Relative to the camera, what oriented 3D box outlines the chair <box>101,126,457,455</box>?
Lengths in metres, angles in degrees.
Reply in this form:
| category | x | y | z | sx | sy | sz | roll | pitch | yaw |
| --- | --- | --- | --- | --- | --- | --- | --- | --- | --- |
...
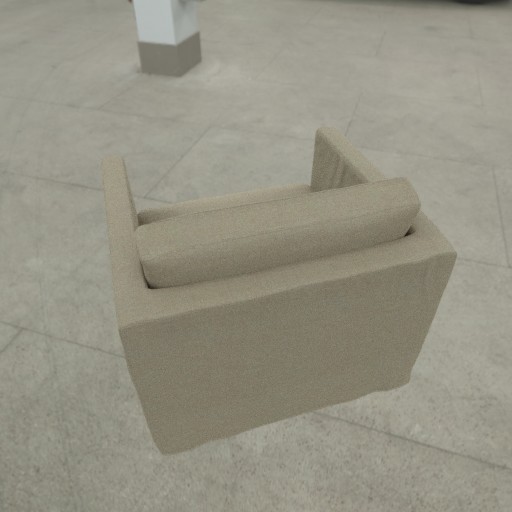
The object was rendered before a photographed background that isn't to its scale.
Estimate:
| category | x | y | z | sx | sy | sz | roll | pitch | yaw |
| --- | --- | --- | --- | --- | --- | --- | --- | --- | --- |
| chair | 0.000 | 0.000 | 1.734 | 1.057 | 0.863 | 0.949 | -12 | 42 | -13 |
